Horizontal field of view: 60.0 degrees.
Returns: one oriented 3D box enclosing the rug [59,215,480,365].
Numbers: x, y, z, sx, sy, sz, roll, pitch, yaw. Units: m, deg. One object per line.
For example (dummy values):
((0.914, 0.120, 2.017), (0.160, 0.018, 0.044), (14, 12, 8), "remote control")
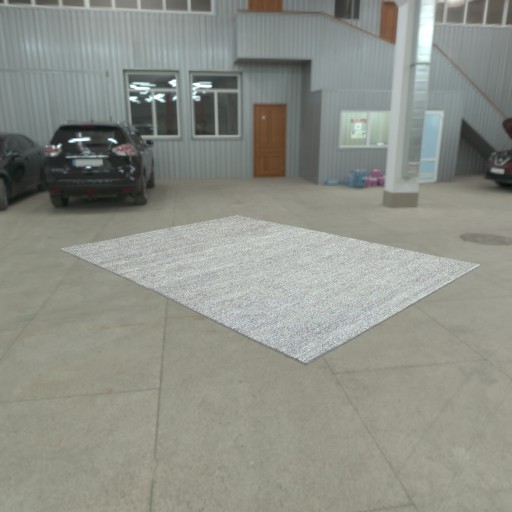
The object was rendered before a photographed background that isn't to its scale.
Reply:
((0.000, 0.000, 4.186), (2.434, 0.045, 3.202), (-15, 22, -42), "rug")
